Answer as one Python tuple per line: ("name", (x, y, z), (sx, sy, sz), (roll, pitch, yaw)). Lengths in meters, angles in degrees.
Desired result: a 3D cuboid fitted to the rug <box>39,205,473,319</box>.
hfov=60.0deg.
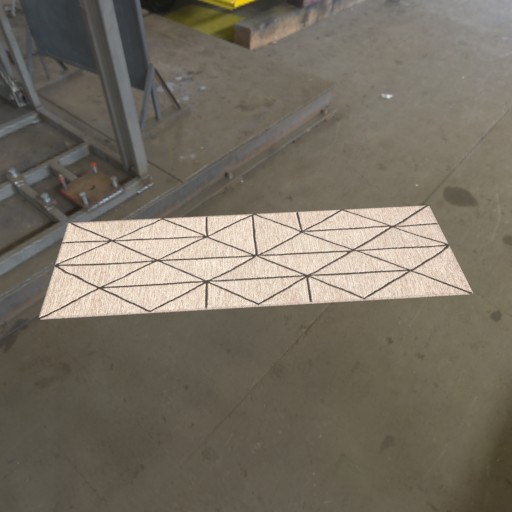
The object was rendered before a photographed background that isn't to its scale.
("rug", (0.000, 0.000, 2.735), (2.438, 0.012, 0.762), (-3, 48, -3))
